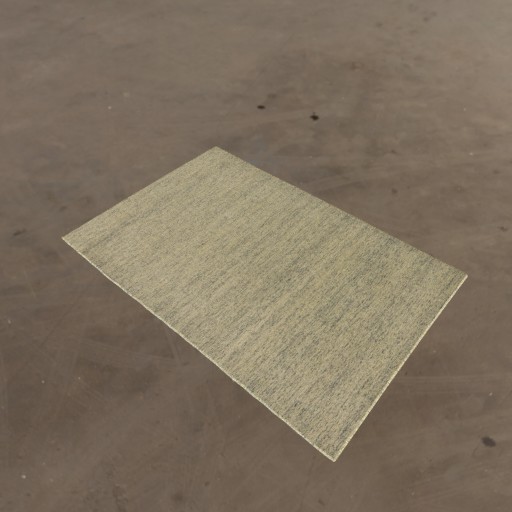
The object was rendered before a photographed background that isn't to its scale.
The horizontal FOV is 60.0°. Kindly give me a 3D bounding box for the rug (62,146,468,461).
[{"bbox_3d":[0.000,0.000,2.400,1.846,0.014,1.243,32,54,27],"label":"rug"}]
